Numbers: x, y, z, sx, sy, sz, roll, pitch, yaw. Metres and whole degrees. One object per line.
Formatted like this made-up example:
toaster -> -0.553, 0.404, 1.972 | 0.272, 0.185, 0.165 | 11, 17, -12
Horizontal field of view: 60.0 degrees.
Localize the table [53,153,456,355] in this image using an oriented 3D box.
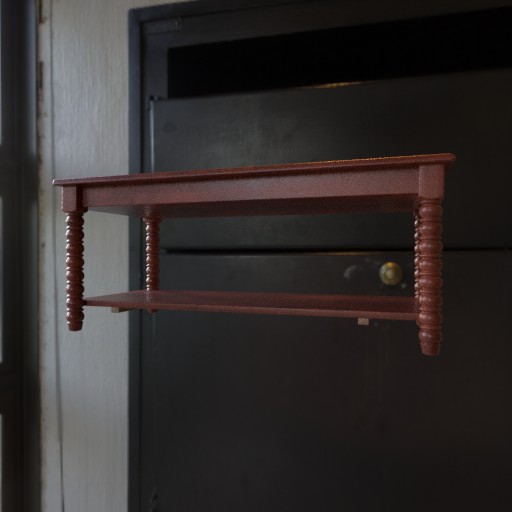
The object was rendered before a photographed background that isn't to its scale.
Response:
table -> 0.000, 0.000, 1.488 | 1.171, 0.485, 0.580 | 0, 0, 18
